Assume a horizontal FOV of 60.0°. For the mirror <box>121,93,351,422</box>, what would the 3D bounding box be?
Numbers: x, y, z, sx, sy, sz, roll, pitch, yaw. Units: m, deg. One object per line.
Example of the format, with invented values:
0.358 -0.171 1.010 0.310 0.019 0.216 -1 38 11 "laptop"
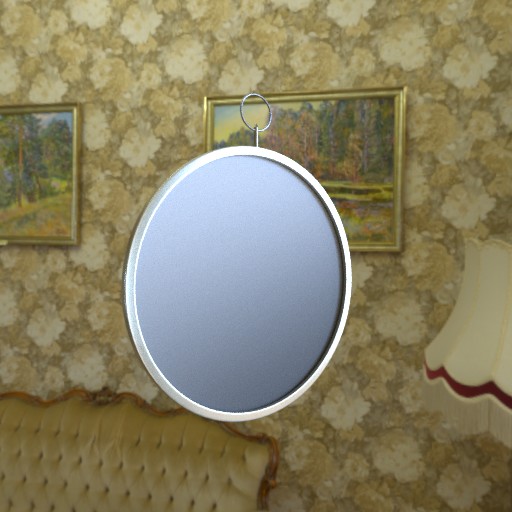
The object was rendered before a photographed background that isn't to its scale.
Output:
0.000 0.000 0.975 0.594 0.713 0.020 0 1 -36 "mirror"
